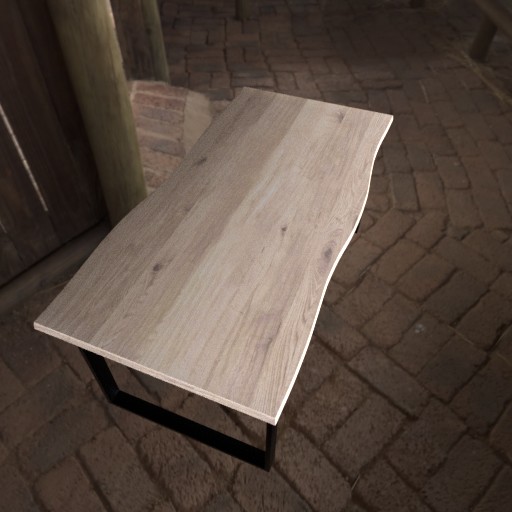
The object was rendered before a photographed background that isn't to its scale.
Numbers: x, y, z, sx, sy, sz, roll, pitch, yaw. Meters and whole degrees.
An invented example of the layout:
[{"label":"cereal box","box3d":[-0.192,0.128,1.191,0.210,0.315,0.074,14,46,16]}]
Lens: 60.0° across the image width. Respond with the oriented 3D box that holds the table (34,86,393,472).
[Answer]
[{"label":"table","box3d":[0.000,0.000,2.202,0.900,0.780,1.800,17,49,15]}]
